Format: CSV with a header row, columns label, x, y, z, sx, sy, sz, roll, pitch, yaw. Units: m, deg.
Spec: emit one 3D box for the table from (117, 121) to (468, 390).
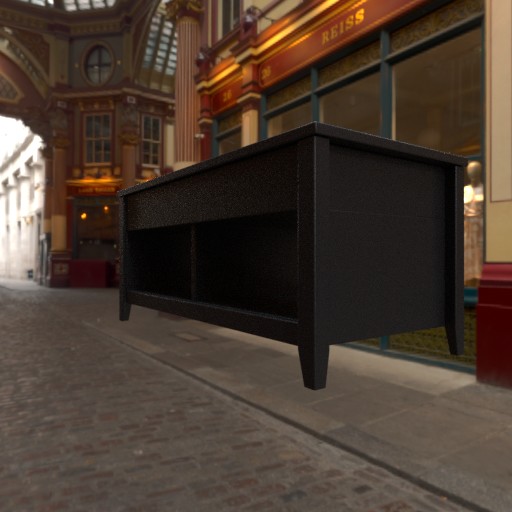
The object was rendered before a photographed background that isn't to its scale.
label,x,y,z,sx,sy,sz,roll,pitch,yaw
table,0.000,0.000,1.299,0.483,0.457,1.016,0,0,-36
